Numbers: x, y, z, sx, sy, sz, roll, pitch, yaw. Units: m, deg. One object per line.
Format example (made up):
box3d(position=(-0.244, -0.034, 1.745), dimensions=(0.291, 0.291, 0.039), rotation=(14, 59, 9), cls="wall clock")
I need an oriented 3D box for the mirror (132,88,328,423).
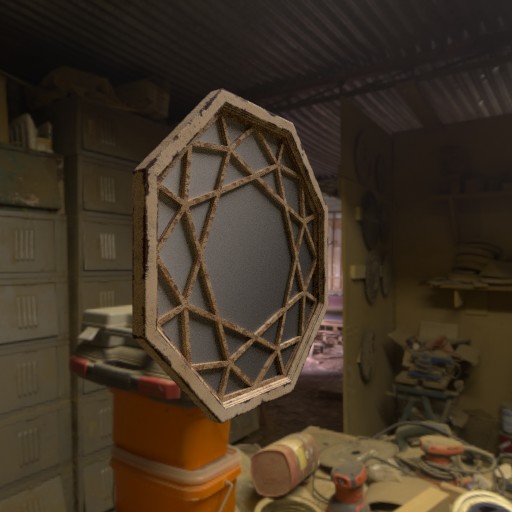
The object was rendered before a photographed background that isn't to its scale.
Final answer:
box3d(position=(0.000, 0.000, 0.973), dimensions=(0.031, 0.648, 0.648), rotation=(-1, -1, 36), cls="mirror")
